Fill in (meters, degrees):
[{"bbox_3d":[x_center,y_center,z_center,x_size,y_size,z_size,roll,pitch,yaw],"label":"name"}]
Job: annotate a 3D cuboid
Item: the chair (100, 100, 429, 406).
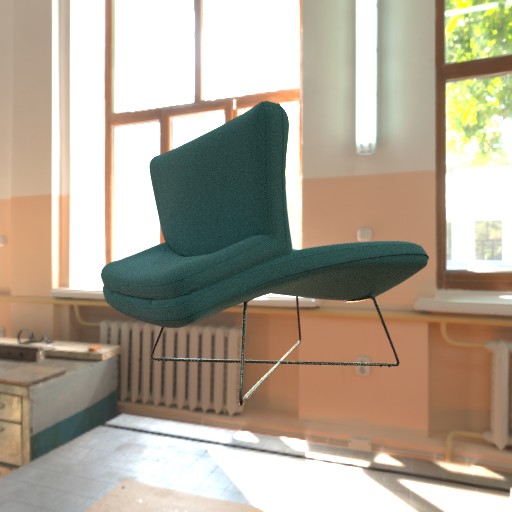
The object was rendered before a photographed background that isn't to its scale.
[{"bbox_3d":[0.000,0.000,1.689,1.008,0.855,0.859,0,0,-34],"label":"chair"}]
